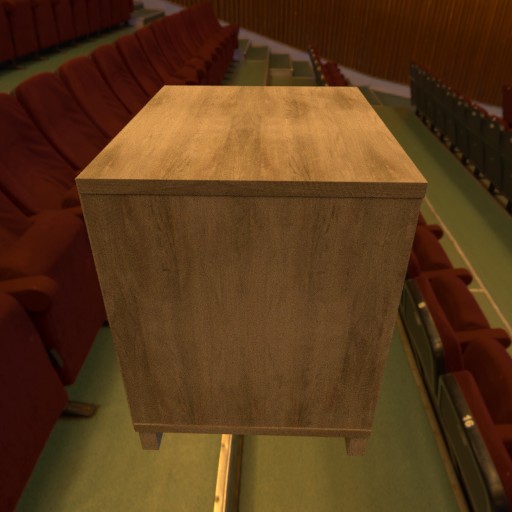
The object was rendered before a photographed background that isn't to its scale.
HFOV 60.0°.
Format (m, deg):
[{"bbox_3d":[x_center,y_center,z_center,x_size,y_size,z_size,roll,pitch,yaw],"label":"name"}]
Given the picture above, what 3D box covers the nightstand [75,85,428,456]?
[{"bbox_3d":[0.000,0.000,0.733,0.347,0.448,0.427,1,33,1],"label":"nightstand"}]
